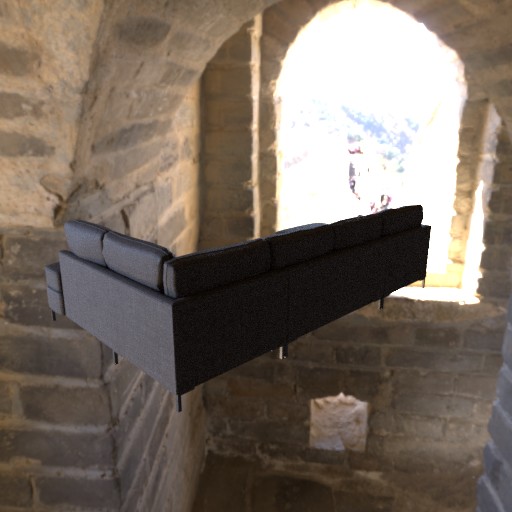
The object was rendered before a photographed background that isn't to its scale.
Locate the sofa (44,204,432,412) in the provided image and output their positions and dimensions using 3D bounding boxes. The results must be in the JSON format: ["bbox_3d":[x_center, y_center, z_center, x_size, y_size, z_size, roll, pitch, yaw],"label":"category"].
[{"bbox_3d":[0.000,0.000,4.463,3.423,0.999,2.048,-15,21,-42],"label":"sofa"}]
